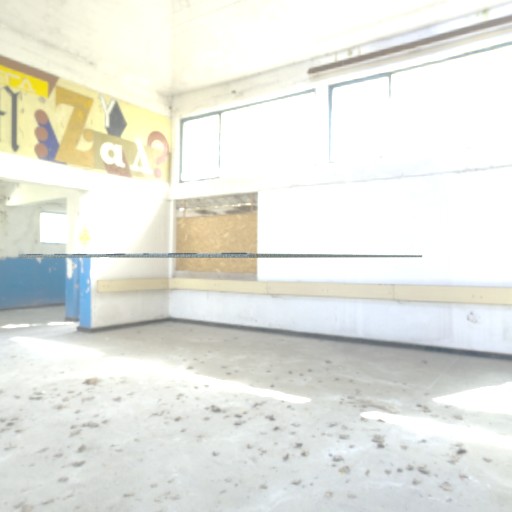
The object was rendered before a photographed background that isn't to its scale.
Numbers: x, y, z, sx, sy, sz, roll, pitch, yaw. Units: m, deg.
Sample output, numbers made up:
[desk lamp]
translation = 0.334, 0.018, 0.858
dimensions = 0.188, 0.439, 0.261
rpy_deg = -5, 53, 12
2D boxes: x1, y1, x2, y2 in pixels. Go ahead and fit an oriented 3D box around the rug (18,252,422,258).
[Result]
[rug]
translation = 0.000, 0.000, 2.303
dimensions = 1.235, 0.014, 1.829
rpy_deg = 0, 0, 35
